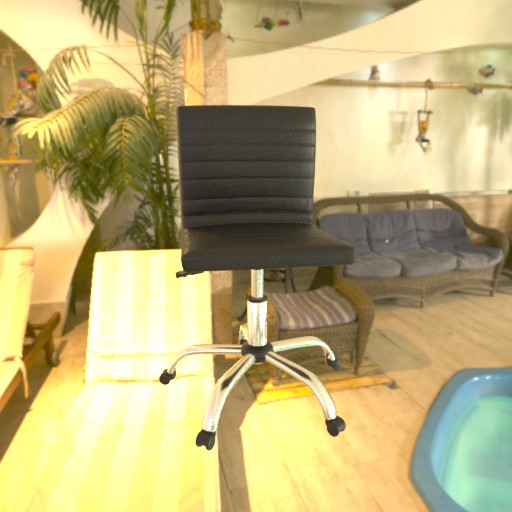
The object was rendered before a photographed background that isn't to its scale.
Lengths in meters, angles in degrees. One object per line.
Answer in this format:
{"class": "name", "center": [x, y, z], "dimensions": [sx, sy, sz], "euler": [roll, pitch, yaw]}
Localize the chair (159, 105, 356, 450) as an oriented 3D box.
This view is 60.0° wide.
{"class": "chair", "center": [0.000, 0.000, 1.182], "dimensions": [0.556, 0.780, 0.530], "euler": [-2, 15, -9]}
